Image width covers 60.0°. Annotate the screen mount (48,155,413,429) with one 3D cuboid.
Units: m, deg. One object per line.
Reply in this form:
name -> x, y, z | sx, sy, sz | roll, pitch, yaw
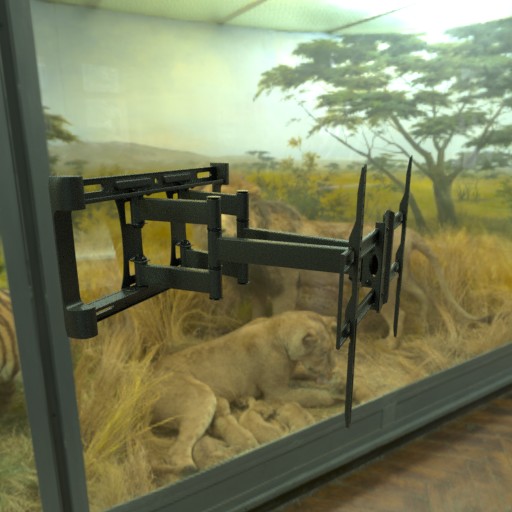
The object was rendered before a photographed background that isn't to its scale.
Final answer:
screen mount -> 0.000, 0.000, 0.961 | 0.556, 0.424, 0.571 | 8, 17, 27
